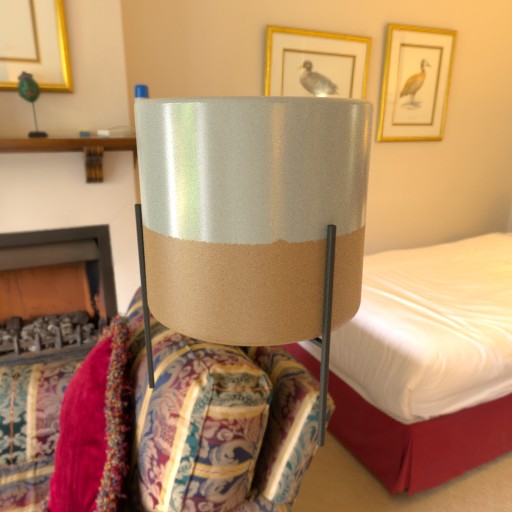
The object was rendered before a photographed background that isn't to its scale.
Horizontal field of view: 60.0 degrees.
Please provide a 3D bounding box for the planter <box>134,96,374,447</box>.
[{"bbox_3d":[0.000,0.000,0.730,0.348,0.480,0.360,9,19,26],"label":"planter"}]
